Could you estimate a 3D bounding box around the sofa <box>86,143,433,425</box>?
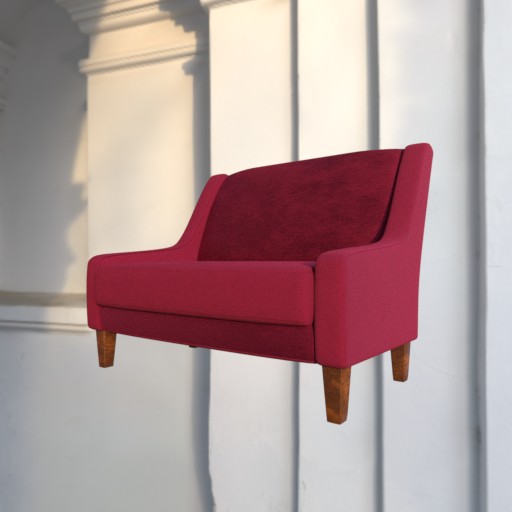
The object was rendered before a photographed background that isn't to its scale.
[{"bbox_3d":[0.000,0.000,1.913,1.242,0.976,0.946,0,-1,37],"label":"sofa"}]
